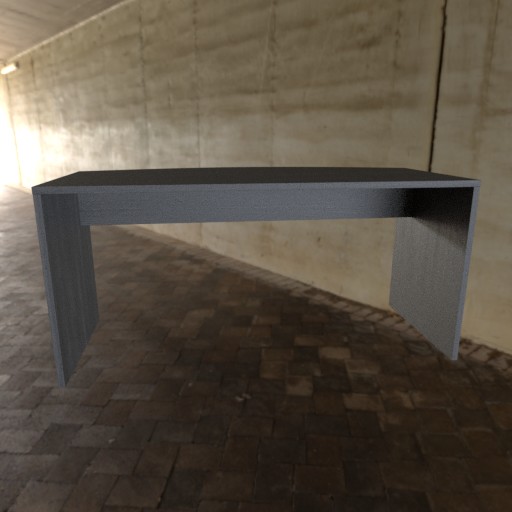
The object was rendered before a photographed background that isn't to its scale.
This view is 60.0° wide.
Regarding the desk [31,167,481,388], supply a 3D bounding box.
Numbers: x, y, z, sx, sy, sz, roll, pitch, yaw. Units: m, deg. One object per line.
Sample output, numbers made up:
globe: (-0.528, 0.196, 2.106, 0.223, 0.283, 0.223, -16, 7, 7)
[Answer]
desk: (0.000, 0.000, 2.043, 1.600, 0.750, 0.802, -2, 16, -7)
